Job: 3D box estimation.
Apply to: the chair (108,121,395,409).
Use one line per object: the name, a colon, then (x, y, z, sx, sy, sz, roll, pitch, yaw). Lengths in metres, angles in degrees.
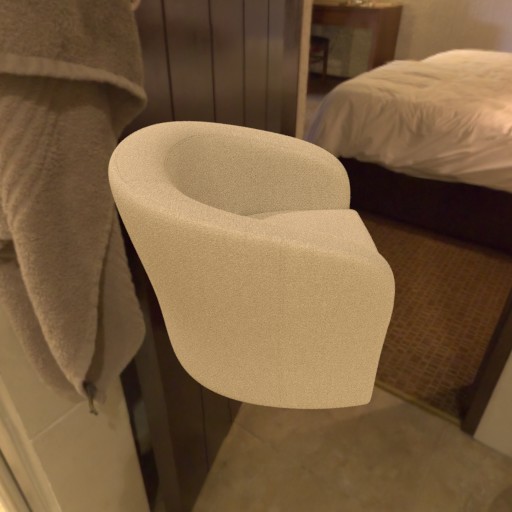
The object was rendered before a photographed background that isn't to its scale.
chair: (0.000, 0.000, 1.475, 0.815, 0.771, 0.791, 0, 33, 0)
